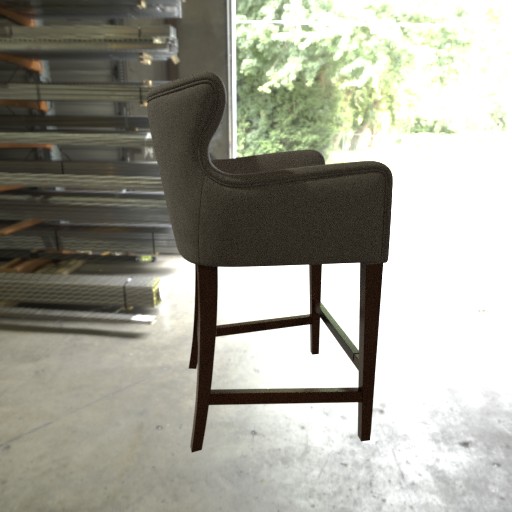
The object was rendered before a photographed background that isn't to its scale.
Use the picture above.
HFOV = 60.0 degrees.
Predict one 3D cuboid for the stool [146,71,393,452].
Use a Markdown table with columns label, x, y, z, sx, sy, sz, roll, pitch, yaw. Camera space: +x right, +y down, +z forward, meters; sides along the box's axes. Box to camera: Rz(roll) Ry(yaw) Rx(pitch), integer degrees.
| label | x | y | z | sx | sy | sz | roll | pitch | yaw |
| --- | --- | --- | --- | --- | --- | --- | --- | --- | --- |
| stool | 0.000 | 0.000 | 1.311 | 0.575 | 0.951 | 0.575 | -3 | 17 | -9 |
